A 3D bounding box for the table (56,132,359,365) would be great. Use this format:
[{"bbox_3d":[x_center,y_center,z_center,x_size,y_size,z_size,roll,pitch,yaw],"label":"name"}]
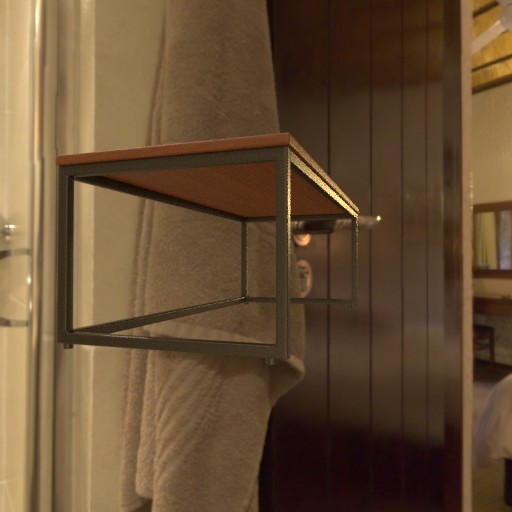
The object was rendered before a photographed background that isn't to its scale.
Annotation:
[{"bbox_3d":[0.000,0.000,1.352,0.500,0.400,1.100,0,-1,19],"label":"table"}]
